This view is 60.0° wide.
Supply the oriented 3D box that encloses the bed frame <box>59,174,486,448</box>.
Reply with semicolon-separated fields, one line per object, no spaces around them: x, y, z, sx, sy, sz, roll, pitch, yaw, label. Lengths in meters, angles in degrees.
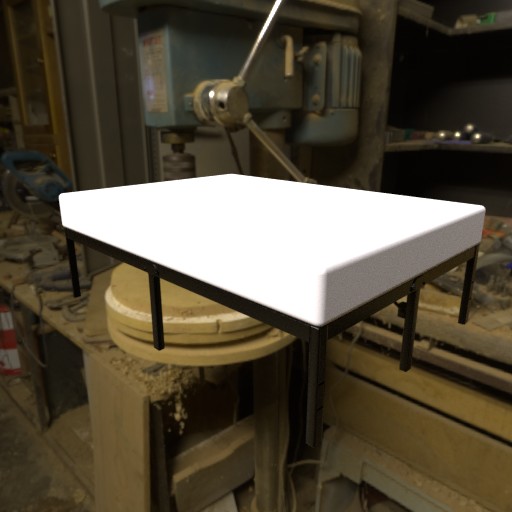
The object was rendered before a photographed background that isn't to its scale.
0.000;0.000;2.555;1.956;0.659;1.408;16;24;42;bed frame
